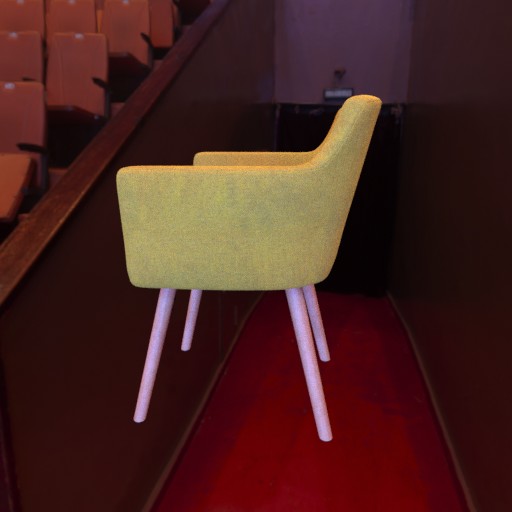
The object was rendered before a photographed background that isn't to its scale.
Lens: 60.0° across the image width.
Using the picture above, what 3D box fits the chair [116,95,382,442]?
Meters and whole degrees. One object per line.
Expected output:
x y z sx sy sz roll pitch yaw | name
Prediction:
0.000 0.000 1.155 0.570 0.780 0.570 2 16 8 | chair
